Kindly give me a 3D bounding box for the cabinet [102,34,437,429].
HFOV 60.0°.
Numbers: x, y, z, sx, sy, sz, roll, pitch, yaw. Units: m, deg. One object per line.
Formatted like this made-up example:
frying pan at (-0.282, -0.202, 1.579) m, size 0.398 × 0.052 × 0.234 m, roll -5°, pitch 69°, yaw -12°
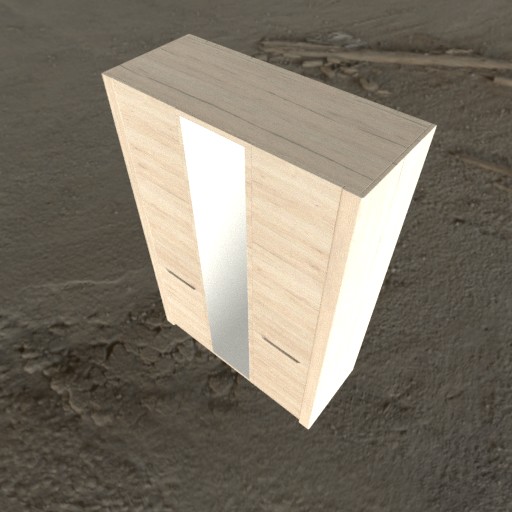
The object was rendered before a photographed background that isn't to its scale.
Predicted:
cabinet at (0.000, 0.000, 2.695) m, size 1.400 × 2.070 × 0.580 m, roll 32°, pitch 55°, yaw 25°
